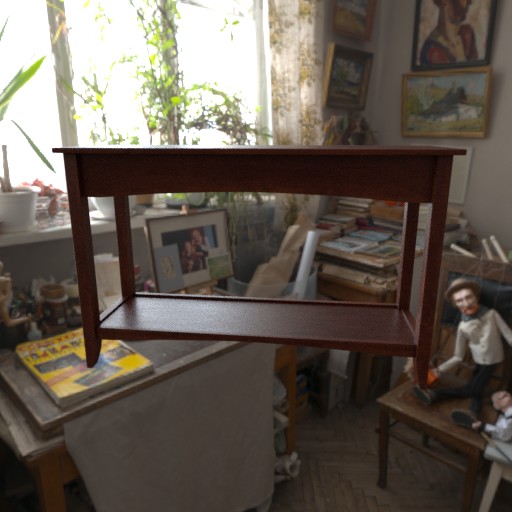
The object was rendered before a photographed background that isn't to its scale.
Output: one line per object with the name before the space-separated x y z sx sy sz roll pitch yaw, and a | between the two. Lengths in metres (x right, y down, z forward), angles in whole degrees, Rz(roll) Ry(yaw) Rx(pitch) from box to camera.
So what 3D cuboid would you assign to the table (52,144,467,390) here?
table | 0.000 0.000 1.541 1.188 0.739 0.392 2 15 7
